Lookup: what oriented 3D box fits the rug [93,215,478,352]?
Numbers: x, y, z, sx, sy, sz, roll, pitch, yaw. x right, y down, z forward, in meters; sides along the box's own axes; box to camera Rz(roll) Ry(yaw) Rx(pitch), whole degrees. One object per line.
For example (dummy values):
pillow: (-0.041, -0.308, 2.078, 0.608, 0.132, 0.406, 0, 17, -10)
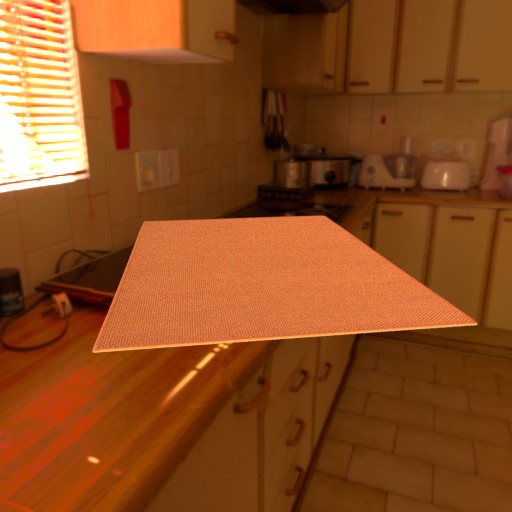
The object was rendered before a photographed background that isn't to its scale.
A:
rug: (0.000, 0.000, 2.709, 1.524, 0.013, 2.134, -3, 17, -8)
